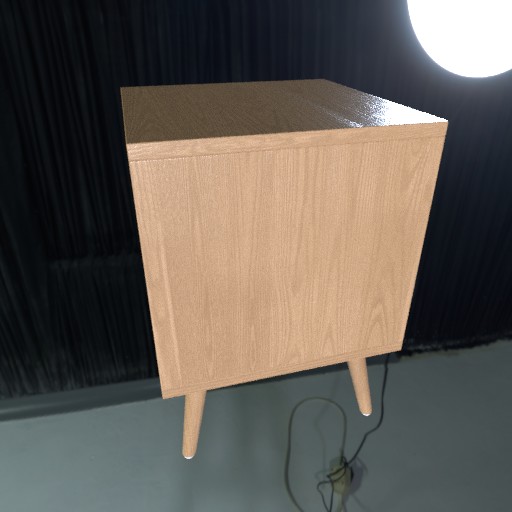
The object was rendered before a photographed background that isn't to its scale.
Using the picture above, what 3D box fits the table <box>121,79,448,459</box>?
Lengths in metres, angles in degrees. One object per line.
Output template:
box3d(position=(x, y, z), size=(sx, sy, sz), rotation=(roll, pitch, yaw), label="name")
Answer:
box3d(position=(0.000, 0.000, 0.822), size=(0.400, 0.550, 0.400), rotation=(-8, 30, -14), label="table")
